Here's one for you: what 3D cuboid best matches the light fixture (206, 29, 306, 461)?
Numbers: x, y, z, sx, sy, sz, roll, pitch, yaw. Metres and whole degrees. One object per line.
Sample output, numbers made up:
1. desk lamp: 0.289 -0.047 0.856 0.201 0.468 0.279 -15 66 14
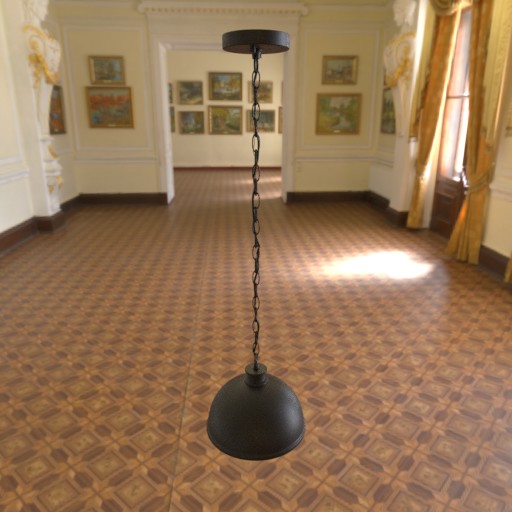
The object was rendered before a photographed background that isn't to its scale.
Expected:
1. light fixture: 0.000 0.000 1.208 0.304 1.090 0.304 3 17 9
